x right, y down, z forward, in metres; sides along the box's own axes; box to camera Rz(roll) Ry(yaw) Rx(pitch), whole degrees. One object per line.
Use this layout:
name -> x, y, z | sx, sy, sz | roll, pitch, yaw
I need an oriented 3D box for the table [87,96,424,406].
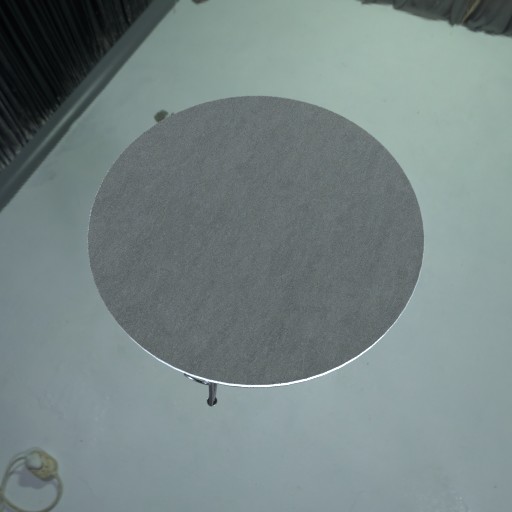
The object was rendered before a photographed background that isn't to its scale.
table -> 0.000, 0.000, 1.395 | 0.889, 0.470, 0.889 | 0, 63, 0
